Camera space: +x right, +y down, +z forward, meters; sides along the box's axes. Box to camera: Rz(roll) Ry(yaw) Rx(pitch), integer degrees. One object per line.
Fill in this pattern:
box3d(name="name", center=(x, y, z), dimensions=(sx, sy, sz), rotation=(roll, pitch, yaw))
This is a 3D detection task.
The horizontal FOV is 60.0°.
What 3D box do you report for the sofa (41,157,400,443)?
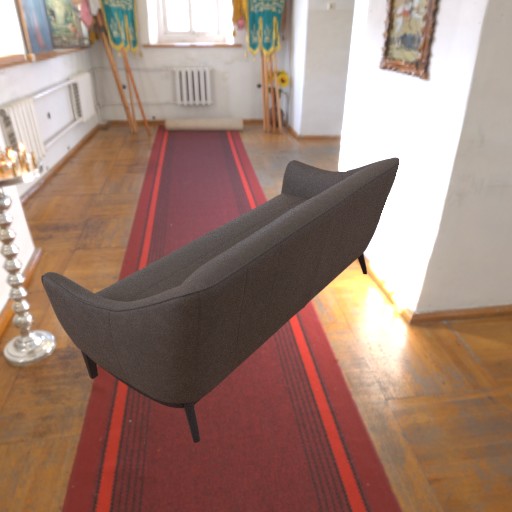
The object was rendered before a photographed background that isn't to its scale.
box3d(name="sofa", center=(0.000, 0.000, 2.391), dimensions=(0.869, 0.831, 1.928), rotation=(21, 36, 31))
